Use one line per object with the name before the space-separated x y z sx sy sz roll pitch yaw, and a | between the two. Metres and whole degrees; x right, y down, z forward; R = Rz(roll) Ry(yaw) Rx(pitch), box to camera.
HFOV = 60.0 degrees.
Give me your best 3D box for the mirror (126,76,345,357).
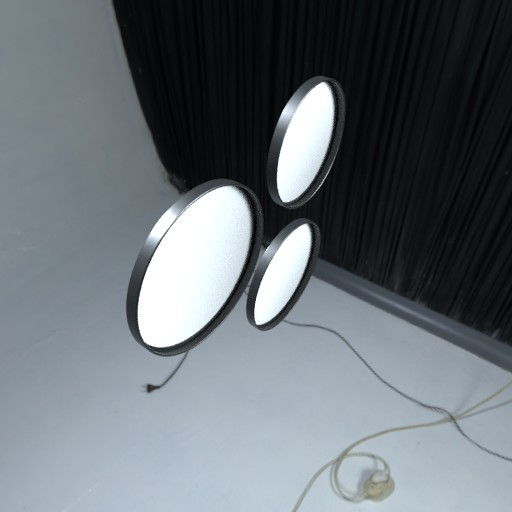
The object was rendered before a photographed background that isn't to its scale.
mirror | 0.000 0.000 3.146 0.076 2.096 2.160 27 49 26
